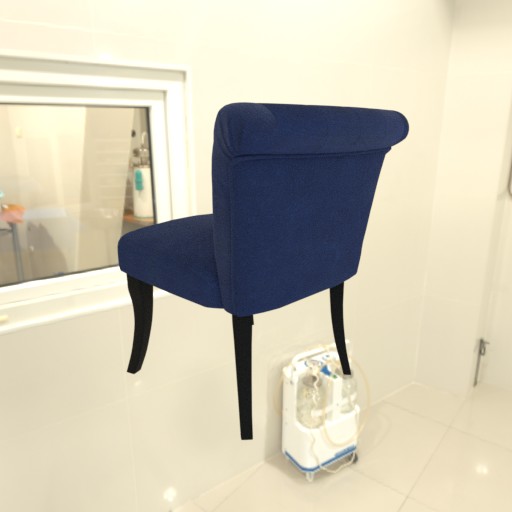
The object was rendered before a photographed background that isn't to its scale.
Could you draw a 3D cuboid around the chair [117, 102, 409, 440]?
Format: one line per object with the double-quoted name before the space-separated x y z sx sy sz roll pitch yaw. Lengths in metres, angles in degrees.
"chair" 0.000 0.000 1.201 0.585 0.753 0.606 -15 22 -42
